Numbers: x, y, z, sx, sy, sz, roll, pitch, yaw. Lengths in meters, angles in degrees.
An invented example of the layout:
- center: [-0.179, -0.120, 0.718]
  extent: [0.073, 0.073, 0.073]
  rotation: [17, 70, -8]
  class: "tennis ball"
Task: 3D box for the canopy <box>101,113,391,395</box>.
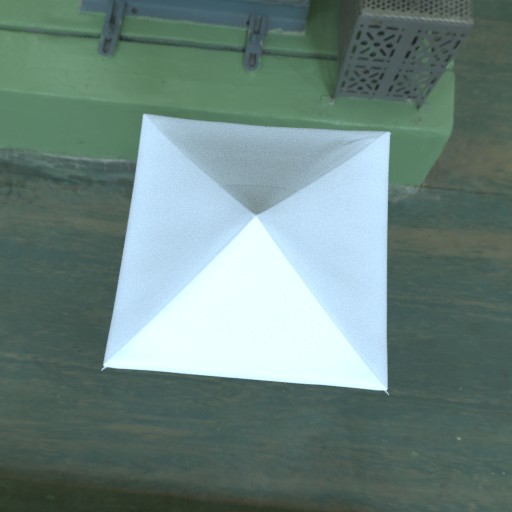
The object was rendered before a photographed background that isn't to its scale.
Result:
- center: [0.000, 0.000, 5.493]
  extent: [2.994, 2.998, 2.996]
  rotation: [5, 76, 1]
  class: "canopy"
